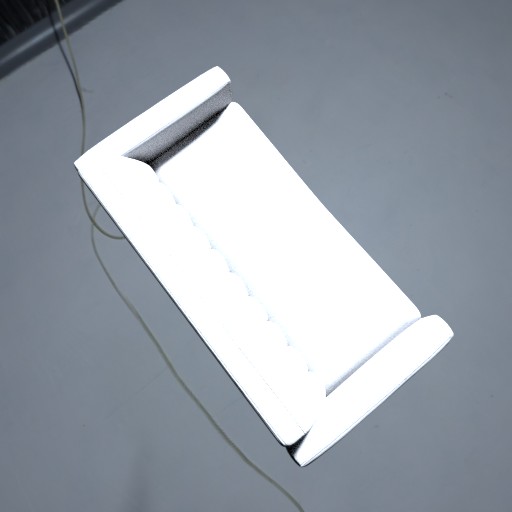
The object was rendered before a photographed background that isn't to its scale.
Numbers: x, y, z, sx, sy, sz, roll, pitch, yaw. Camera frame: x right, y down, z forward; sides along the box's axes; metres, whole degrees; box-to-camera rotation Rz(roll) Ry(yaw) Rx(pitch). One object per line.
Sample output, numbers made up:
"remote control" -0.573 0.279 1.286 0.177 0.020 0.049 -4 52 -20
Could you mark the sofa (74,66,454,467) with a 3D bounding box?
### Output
"sofa" 0.000 0.000 2.422 0.969 0.814 1.895 -37 79 -8
